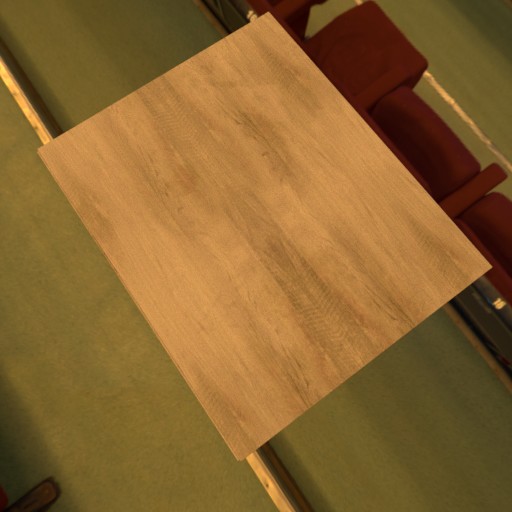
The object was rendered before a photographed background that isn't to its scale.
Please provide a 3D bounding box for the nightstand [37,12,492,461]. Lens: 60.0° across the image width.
[{"bbox_3d":[0.000,0.000,0.730,0.347,0.448,0.427,-35,78,-9],"label":"nightstand"}]
